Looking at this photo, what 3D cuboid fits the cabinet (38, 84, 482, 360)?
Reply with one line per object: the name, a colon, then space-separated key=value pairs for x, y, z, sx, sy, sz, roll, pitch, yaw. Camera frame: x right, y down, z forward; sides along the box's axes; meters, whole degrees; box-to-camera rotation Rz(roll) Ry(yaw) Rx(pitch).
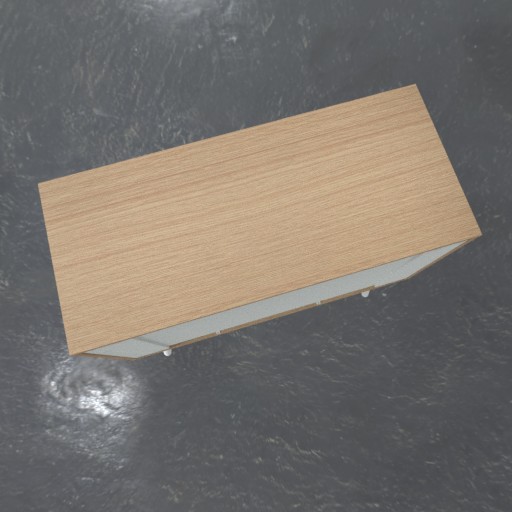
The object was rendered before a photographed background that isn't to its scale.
cabinet: x=0.000 y=0.000 z=1.633 sx=1.057 sy=1.016 sz=0.470 roll=-16 pitch=76 yaw=-4
